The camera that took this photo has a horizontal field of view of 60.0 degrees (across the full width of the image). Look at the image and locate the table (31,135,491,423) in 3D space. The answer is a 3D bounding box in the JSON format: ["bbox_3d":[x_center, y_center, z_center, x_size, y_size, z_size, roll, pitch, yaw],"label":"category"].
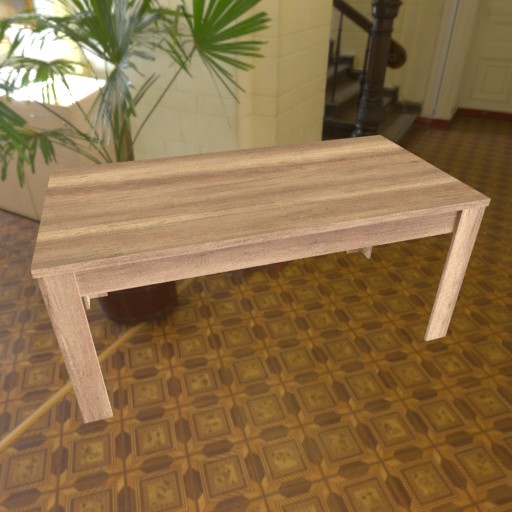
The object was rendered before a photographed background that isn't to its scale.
[{"bbox_3d":[0.000,0.000,2.227,1.800,0.790,0.900,-10,34,-14],"label":"table"}]
